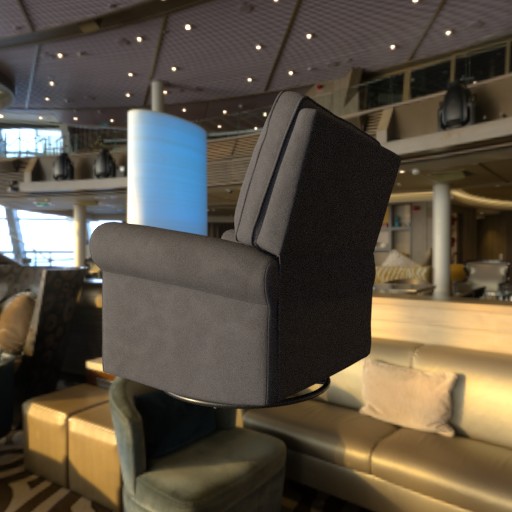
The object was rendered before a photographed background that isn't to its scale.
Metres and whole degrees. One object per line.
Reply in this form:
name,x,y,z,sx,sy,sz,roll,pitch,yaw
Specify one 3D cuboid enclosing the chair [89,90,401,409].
chair,0.000,0.000,1.676,0.878,0.961,0.890,0,1,35
